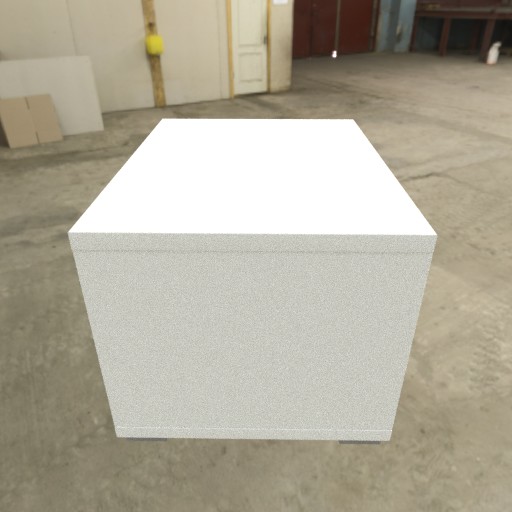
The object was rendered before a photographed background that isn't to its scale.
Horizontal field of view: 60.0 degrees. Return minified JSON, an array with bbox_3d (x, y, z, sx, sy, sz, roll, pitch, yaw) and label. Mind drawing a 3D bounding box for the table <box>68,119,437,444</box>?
[{"bbox_3d":[0.000,0.000,0.788,0.399,0.357,0.517,0,30,1],"label":"table"}]
